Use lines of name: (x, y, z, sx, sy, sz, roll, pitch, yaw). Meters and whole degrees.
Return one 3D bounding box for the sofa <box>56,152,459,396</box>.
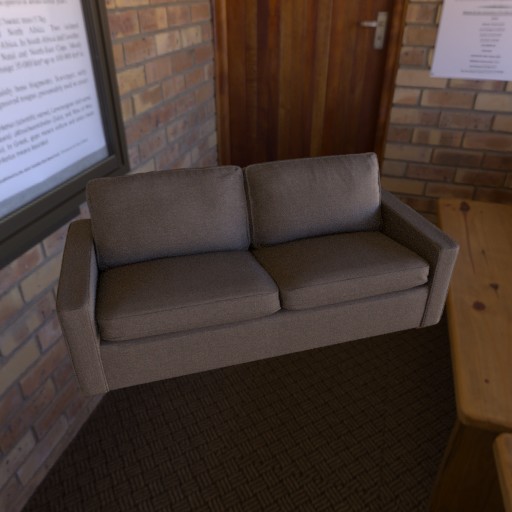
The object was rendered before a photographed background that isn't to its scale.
sofa: (0.000, 0.000, 2.581, 2.080, 0.919, 0.940, -8, 33, -13)
